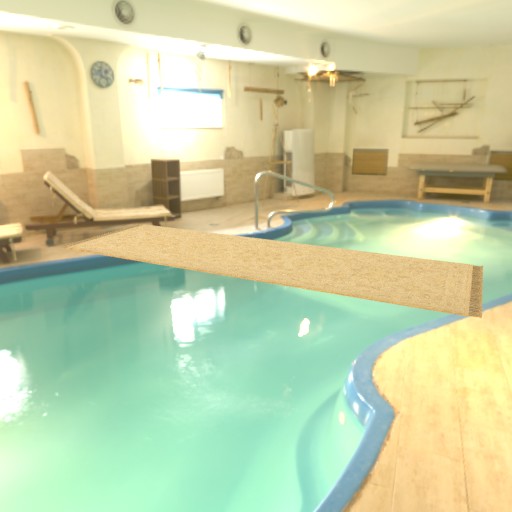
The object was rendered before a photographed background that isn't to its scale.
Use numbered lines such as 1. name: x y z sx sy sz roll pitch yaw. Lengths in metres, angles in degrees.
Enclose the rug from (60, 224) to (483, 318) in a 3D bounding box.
1. rug: 0.000 0.000 2.770 2.544 0.015 0.795 8 18 25
